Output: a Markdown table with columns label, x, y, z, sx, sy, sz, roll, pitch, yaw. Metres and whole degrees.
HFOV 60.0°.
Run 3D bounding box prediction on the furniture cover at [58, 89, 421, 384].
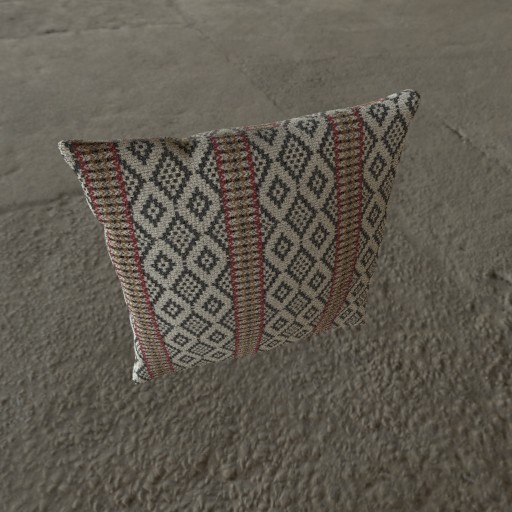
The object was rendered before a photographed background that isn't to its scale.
| label | x | y | z | sx | sy | sz | roll | pitch | yaw |
| --- | --- | --- | --- | --- | --- | --- | --- | --- | --- |
| furniture cover | 0.000 | 0.000 | 0.755 | 0.503 | 0.506 | 0.182 | -12 | 42 | -14 |
